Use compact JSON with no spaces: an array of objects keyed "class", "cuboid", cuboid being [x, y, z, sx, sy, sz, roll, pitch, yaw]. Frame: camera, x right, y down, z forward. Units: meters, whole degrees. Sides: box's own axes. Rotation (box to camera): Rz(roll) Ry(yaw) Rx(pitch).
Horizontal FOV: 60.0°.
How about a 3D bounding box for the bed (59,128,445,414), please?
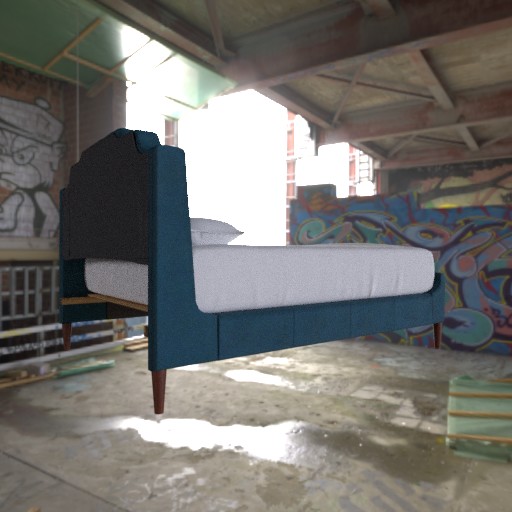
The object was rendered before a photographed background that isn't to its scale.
[{"class":"bed","cuboid":[0.000,0.000,3.231,2.322,1.351,1.676,0,1,-37]}]
